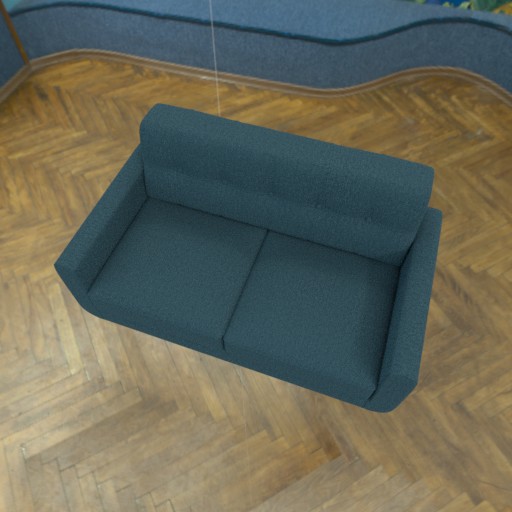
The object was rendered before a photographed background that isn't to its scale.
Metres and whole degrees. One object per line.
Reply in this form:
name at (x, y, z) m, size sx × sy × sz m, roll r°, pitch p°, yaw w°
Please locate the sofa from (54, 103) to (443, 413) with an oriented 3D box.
sofa at (0.000, 0.000, 2.221) m, size 1.651 × 0.896 × 0.942 m, roll 16°, pitch 58°, yaw 11°
